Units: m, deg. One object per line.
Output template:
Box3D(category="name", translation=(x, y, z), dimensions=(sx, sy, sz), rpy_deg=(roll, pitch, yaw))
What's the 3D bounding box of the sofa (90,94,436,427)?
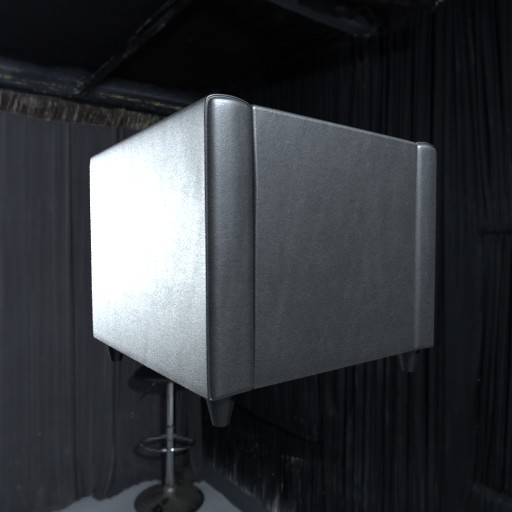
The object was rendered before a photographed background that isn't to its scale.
Box3D(category="sofa", translation=(0.000, 0.000, 1.462), dimensions=(0.839, 0.724, 0.809), rpy_deg=(-1, 2, -37))
